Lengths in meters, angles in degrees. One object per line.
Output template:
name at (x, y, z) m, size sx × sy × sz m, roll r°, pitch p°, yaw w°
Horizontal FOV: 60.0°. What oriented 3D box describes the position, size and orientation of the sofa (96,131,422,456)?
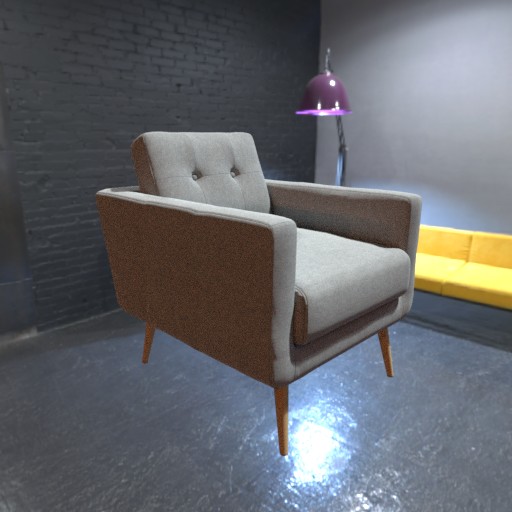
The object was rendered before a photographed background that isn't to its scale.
sofa at (0.000, 0.000, 1.590) m, size 0.770 × 0.860 × 0.920 m, roll -15°, pitch 21°, yaw -43°
